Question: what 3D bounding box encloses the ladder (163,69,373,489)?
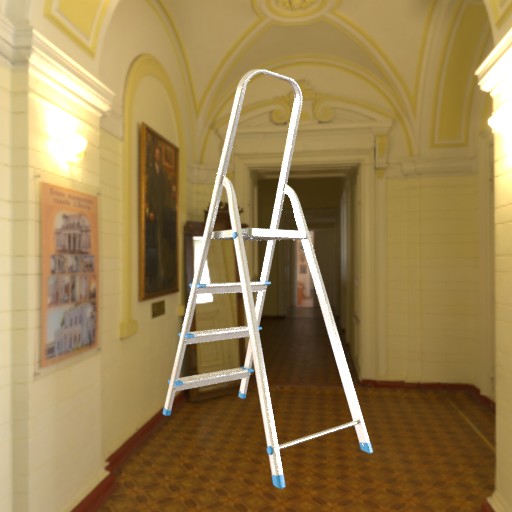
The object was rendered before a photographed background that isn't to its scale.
[{"bbox_3d":[0.000,0.000,1.829,0.445,1.434,0.842,1,-1,-37],"label":"ladder"}]
